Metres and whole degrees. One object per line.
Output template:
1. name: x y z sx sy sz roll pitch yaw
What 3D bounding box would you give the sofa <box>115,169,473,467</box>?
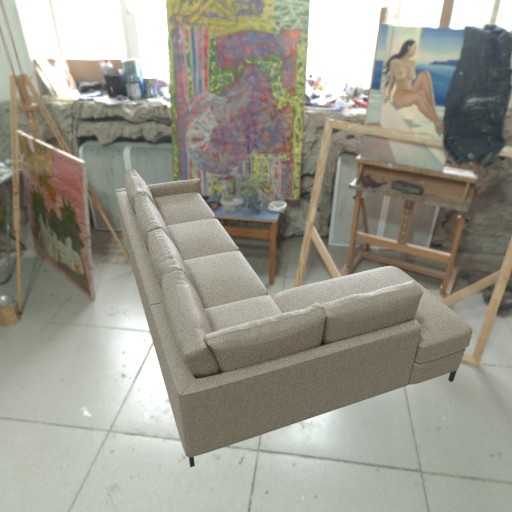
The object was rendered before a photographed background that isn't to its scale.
1. sofa: 0.000 0.000 3.104 1.617 0.703 2.423 -11 33 -18
